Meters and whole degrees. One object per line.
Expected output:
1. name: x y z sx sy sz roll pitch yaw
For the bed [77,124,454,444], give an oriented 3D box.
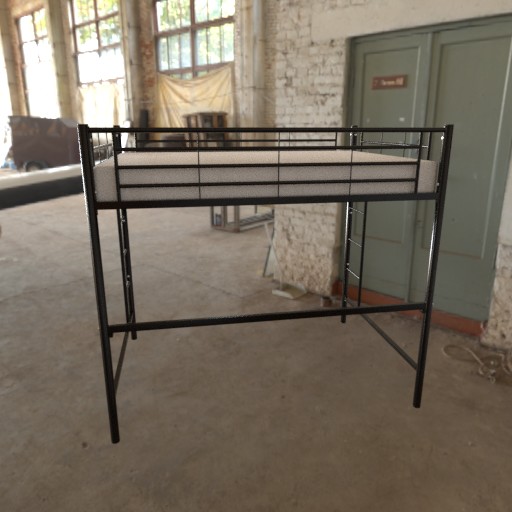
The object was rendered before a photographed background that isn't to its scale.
1. bed: 0.000 0.000 3.180 1.994 1.803 1.397 -3 16 -10
